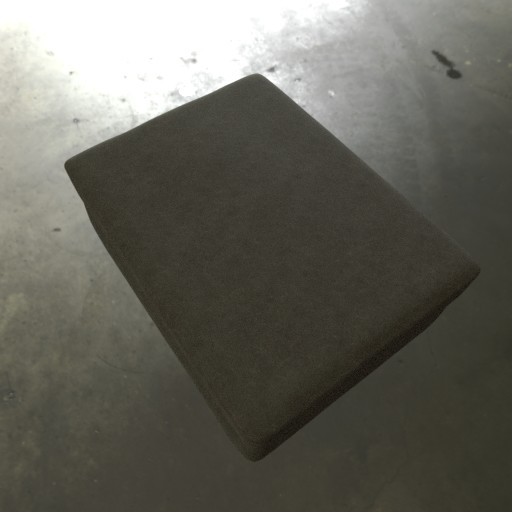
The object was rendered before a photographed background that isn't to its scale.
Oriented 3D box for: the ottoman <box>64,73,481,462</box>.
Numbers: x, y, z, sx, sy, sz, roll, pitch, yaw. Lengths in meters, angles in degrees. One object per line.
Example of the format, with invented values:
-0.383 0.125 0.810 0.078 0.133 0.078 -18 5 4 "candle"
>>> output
0.000 0.000 1.209 0.639 0.464 0.839 -32 63 -18 "ottoman"
